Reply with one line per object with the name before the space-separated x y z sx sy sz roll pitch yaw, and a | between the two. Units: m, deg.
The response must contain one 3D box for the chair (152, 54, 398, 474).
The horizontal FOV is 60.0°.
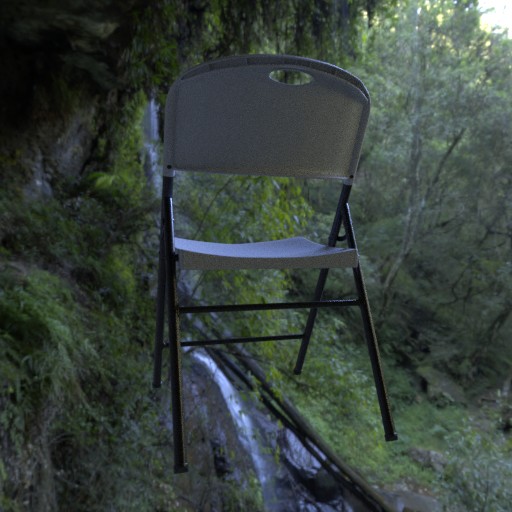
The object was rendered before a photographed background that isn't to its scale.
chair | 0.000 0.000 1.150 0.494 0.810 0.566 0 1 -17
